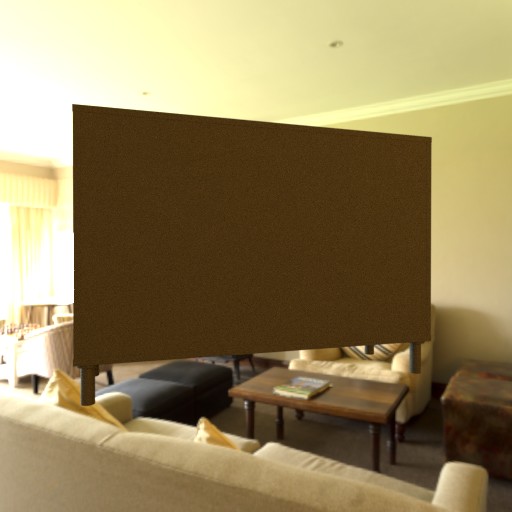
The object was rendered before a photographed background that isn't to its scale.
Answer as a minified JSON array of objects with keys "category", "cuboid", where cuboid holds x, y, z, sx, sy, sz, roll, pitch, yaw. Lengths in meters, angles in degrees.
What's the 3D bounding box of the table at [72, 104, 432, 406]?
[{"category":"table","cuboid":[0.000,0.000,1.608,1.200,0.855,0.400,0,1,-17]}]
